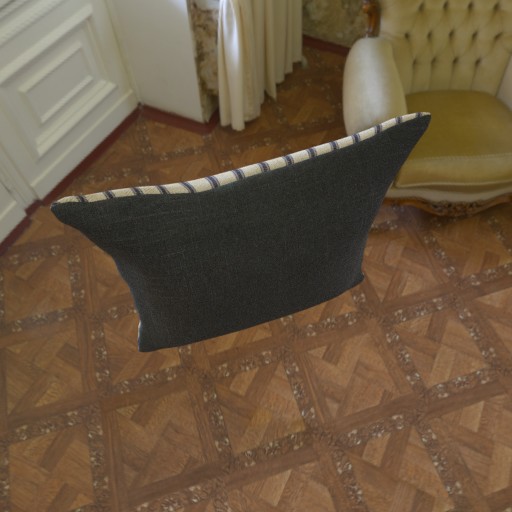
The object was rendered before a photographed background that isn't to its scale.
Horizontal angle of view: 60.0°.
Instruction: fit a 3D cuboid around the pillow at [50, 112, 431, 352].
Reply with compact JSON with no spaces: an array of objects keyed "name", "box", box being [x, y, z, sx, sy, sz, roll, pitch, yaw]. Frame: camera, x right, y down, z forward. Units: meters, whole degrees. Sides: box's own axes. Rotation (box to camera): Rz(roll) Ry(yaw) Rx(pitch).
[{"name":"pillow","box":[0.000,0.000,0.695,0.468,0.444,0.138,-16,59,-10]}]
